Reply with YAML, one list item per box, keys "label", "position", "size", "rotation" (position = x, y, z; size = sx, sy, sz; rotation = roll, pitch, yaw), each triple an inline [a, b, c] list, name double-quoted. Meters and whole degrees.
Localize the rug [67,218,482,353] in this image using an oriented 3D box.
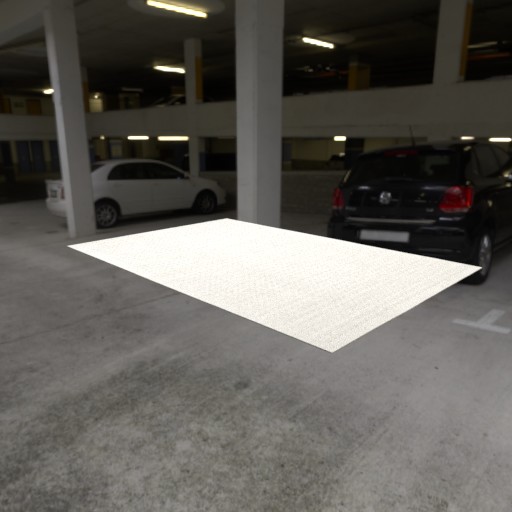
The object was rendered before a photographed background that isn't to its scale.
- label: "rug"
  position: [0.000, 0.000, 2.896]
  size: [2.289, 0.006, 1.523]
  rotation: [15, 21, 43]
